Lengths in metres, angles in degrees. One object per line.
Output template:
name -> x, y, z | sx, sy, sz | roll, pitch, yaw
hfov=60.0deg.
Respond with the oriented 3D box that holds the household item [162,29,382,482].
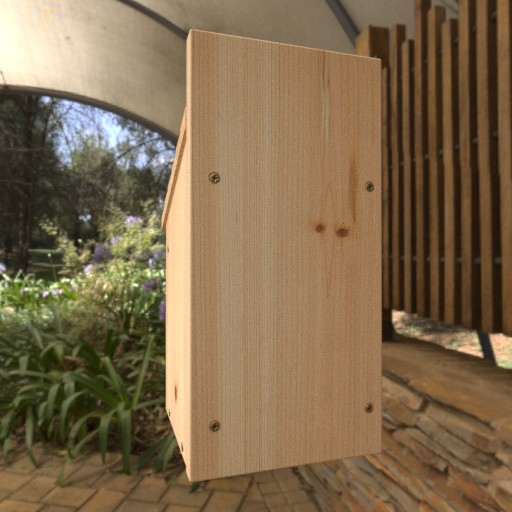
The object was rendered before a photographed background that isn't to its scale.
household item -> 0.000, 0.000, 0.395 | 0.149, 0.300, 0.171 | 0, 0, -18
